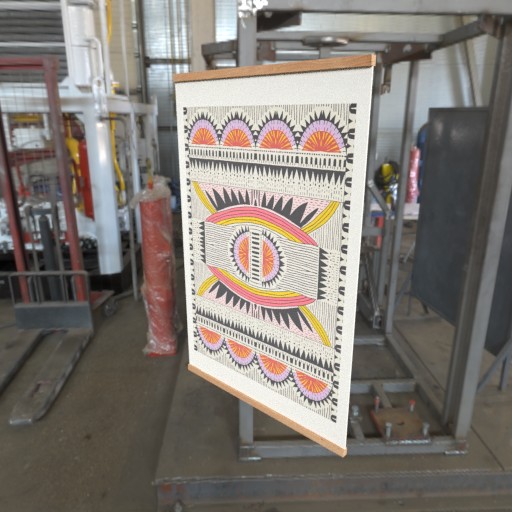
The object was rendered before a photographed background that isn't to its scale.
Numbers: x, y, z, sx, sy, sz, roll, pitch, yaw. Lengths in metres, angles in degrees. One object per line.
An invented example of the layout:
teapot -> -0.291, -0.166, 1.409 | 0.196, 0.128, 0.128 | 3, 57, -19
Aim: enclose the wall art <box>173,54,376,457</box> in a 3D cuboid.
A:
wall art -> 0.000, 0.000, 1.938 | 0.999, 1.533, 0.028 | 15, 23, 40
